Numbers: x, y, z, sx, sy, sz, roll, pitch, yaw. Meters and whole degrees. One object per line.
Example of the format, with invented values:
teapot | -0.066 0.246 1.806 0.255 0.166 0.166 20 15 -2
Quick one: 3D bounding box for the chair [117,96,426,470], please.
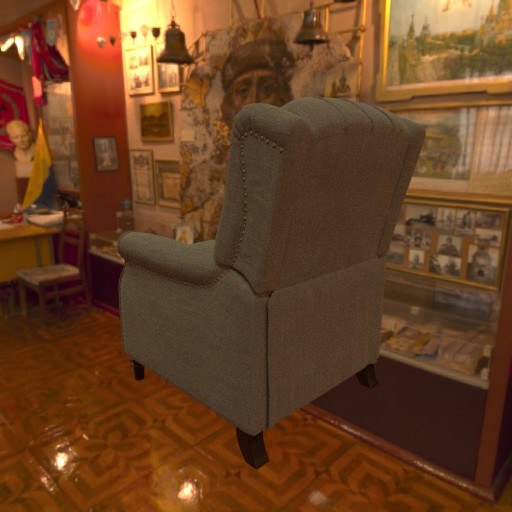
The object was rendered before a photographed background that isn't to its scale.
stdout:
chair | 0.000 0.000 1.602 0.742 1.035 0.898 -14 20 -43
